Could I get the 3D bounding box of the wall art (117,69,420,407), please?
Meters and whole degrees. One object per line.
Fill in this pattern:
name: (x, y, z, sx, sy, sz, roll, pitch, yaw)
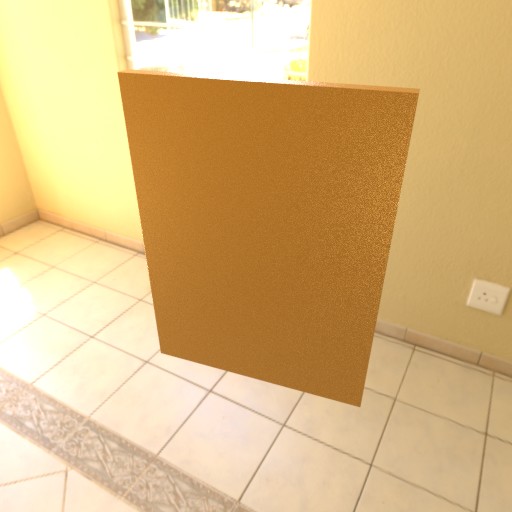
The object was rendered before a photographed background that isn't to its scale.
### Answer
wall art: (0.000, 0.000, 1.080, 0.610, 0.812, 0.038, 11, 34, 17)
